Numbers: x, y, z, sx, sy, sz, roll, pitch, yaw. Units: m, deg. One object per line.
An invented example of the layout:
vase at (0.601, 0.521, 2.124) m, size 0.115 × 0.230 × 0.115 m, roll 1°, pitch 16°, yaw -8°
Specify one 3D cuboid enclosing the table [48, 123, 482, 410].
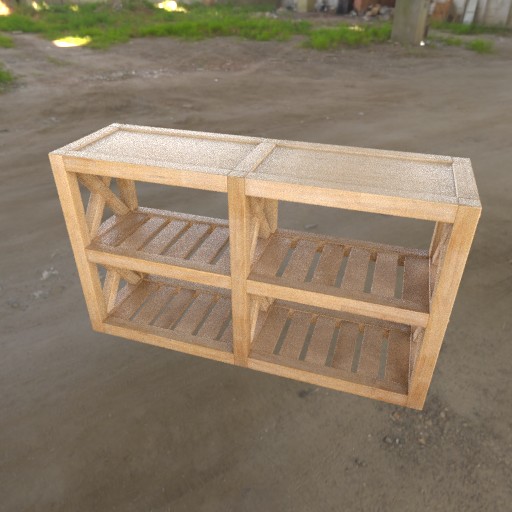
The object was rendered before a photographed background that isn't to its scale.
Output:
table at (0.000, 0.000, 1.630) m, size 1.320 × 0.762 × 0.381 m, roll 10°, pitch 33°, yaw 15°
